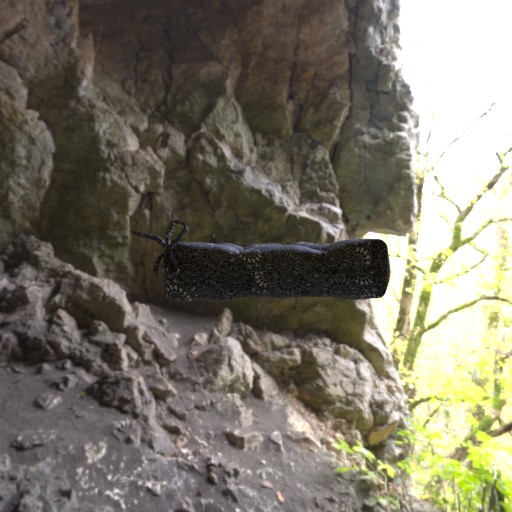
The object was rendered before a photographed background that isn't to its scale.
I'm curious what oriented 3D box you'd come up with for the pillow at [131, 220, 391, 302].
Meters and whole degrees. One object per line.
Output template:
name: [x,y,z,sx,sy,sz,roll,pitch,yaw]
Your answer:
pillow: [0.000,0.000,1.404,0.511,0.174,1.194,0,1,-1]
